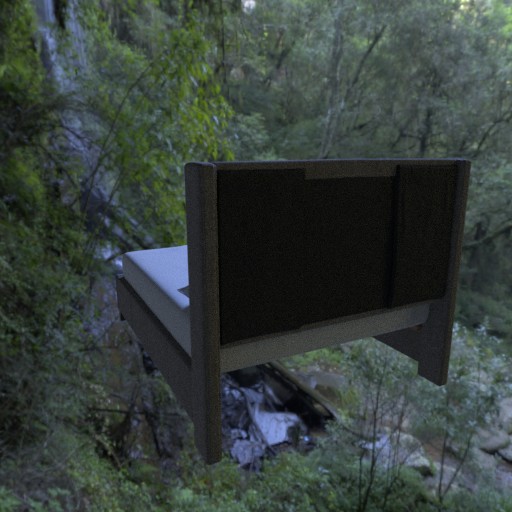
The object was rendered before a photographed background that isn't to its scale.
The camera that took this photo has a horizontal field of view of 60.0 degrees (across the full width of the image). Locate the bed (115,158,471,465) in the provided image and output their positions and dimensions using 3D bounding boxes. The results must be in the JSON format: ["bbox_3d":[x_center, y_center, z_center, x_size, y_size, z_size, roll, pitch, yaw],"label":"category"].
[{"bbox_3d":[0.000,0.000,3.359,1.714,1.476,2.245,-7,15,-27],"label":"bed"}]
